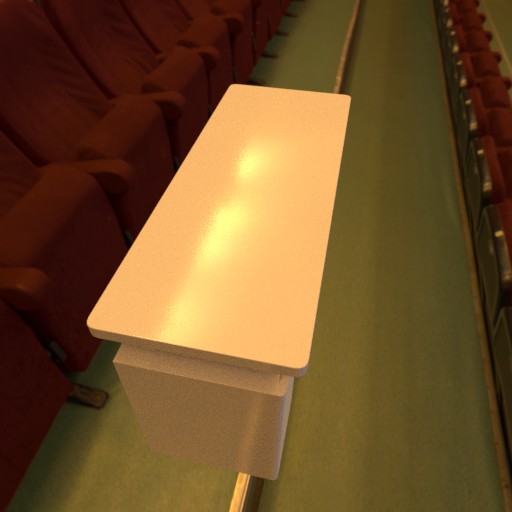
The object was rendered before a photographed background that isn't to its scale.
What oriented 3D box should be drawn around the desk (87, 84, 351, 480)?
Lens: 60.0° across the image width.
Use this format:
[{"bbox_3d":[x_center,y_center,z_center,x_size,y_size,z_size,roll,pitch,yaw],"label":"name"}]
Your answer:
[{"bbox_3d":[0.000,0.000,1.787,0.550,0.762,1.400,9,46,9],"label":"desk"}]
